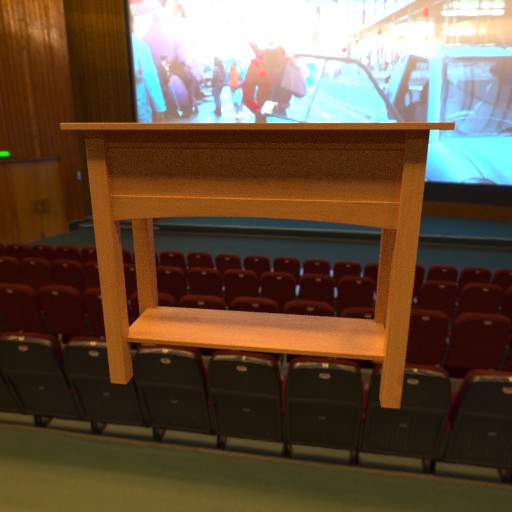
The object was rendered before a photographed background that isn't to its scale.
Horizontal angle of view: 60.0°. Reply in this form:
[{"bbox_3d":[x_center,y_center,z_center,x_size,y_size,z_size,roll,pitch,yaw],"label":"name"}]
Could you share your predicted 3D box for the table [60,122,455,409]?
[{"bbox_3d":[0.000,0.000,1.262,0.900,0.728,0.340,2,17,8],"label":"table"}]
